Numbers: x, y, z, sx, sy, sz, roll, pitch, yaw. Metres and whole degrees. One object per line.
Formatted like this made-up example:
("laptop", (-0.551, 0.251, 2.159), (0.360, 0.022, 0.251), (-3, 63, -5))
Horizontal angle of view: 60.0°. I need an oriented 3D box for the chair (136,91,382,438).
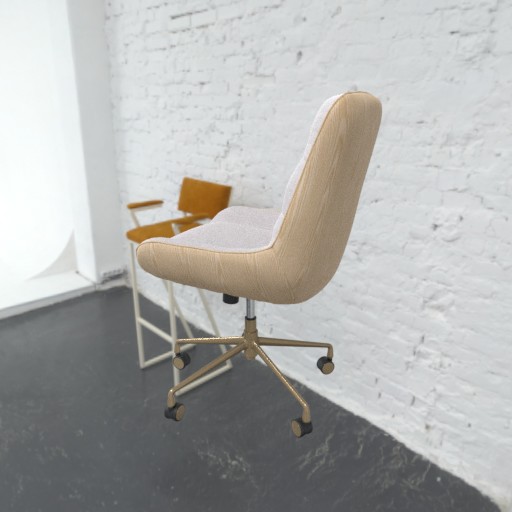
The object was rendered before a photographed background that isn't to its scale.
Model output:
("chair", (0.000, 0.000, 1.386), (0.668, 0.952, 0.564), (8, 20, 24))
